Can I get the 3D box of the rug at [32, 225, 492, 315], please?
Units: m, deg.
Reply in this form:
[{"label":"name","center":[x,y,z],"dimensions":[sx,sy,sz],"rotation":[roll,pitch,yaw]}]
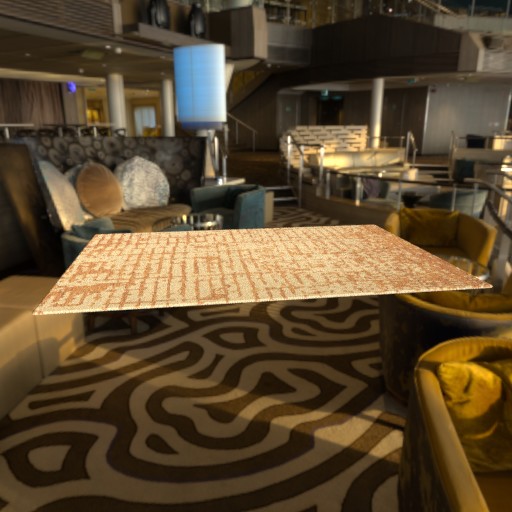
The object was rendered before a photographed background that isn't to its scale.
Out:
[{"label":"rug","center":[0.000,0.000,2.307],"dimensions":[1.829,0.011,1.219],"rotation":[-3,17,-9]}]
